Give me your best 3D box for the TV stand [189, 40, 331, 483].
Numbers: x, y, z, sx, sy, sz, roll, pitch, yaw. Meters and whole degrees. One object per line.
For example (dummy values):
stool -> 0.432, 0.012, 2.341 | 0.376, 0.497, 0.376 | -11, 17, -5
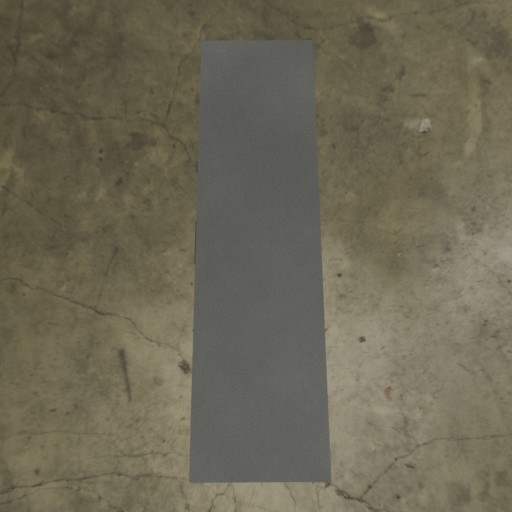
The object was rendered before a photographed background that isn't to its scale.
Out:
TV stand -> 0.000, 0.000, 1.639 | 0.400, 0.560, 1.400 | 0, 76, 0
